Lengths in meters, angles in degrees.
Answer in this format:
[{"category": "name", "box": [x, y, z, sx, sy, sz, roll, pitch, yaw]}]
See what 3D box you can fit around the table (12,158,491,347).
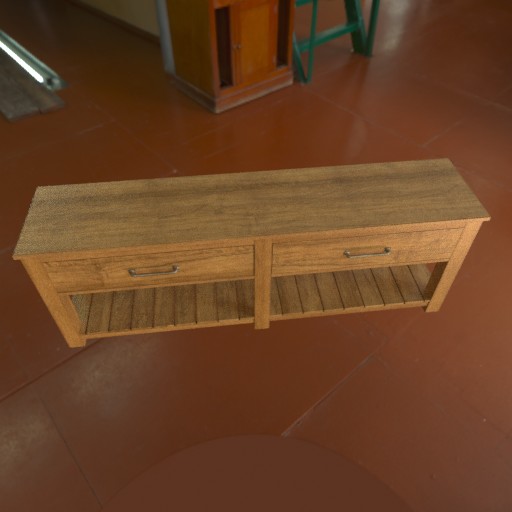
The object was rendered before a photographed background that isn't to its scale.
[{"category": "table", "box": [0.000, 0.000, 2.030, 1.815, 0.635, 0.425, -5, 47, -5]}]
